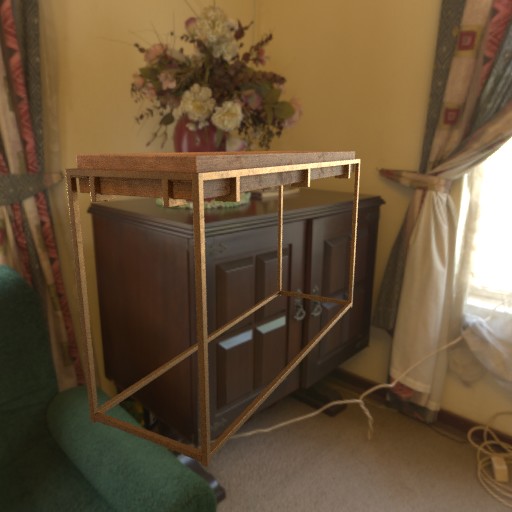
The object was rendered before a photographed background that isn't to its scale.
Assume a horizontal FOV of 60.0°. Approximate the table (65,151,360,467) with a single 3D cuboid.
[{"bbox_3d":[0.000,0.000,1.800,0.440,0.820,1.400,7,15,27],"label":"table"}]
